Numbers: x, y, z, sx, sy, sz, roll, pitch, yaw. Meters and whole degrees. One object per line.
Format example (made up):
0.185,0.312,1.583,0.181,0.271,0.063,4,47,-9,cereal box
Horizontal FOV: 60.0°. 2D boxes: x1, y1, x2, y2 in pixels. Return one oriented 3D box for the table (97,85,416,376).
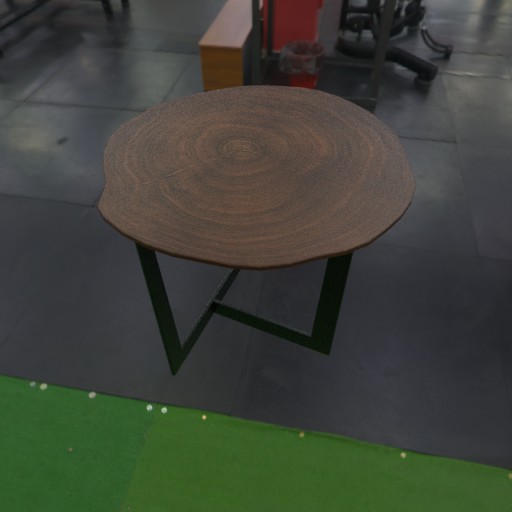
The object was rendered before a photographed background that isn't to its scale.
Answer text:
0.000,0.000,0.876,0.494,0.476,0.477,10,48,9,table
